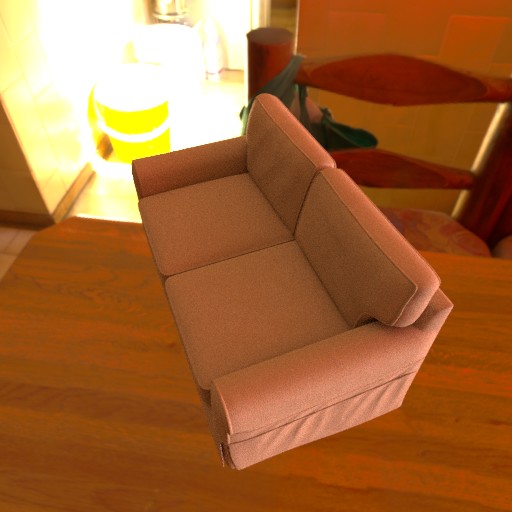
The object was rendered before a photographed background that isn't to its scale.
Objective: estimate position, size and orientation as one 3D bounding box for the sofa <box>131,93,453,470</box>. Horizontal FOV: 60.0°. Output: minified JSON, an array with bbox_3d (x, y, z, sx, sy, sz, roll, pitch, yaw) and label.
[{"bbox_3d":[0.000,0.000,2.313,0.991,0.940,1.727,-16,49,-15],"label":"sofa"}]
